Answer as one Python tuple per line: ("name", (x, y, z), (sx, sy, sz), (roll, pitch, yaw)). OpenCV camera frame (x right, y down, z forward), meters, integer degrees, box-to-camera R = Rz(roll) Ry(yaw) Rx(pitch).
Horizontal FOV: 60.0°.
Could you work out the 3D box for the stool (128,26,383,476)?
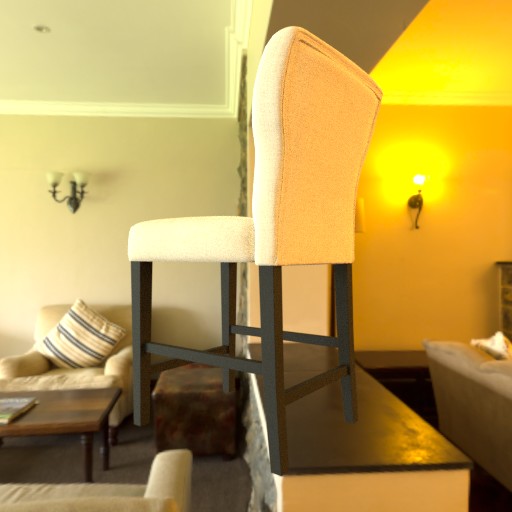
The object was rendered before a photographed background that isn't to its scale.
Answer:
("stool", (0.000, 0.000, 1.268), (0.603, 0.972, 0.514), (0, 0, 37))
